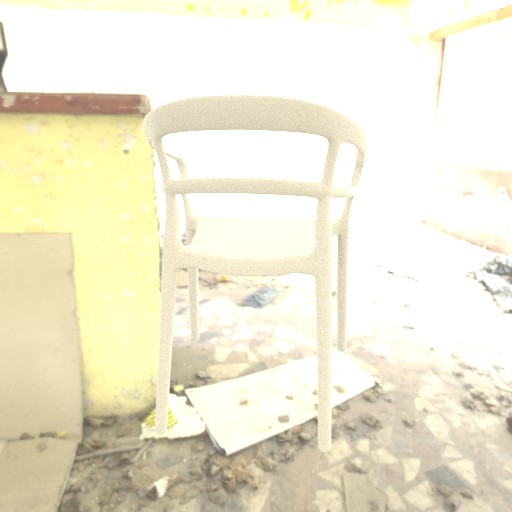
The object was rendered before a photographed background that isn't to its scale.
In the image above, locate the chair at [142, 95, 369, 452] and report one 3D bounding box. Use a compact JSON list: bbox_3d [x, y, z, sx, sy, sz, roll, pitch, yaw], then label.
[{"bbox_3d":[0.000,0.000,1.155,0.559,0.761,0.527,2,17,8],"label":"chair"}]
